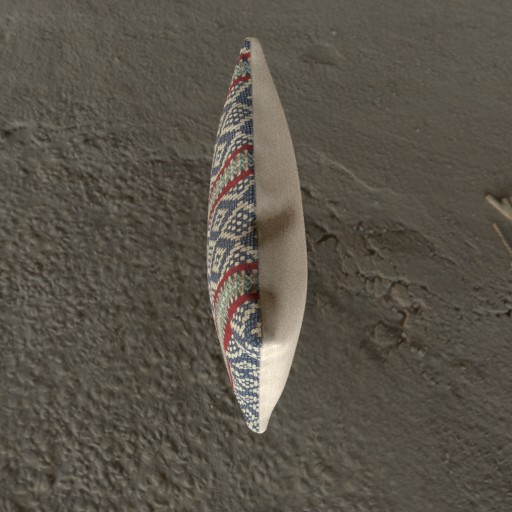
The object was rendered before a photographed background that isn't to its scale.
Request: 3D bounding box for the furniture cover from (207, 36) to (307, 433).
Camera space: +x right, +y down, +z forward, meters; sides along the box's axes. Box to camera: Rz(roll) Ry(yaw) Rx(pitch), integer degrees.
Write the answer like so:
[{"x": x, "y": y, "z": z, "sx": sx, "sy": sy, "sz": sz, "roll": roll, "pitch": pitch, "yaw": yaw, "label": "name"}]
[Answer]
[{"x": 0.000, "y": 0.000, "z": 0.662, "sx": 0.139, "sy": 0.431, "sz": 0.431, "roll": -1, "pitch": 59, "yaw": -1, "label": "furniture cover"}]
